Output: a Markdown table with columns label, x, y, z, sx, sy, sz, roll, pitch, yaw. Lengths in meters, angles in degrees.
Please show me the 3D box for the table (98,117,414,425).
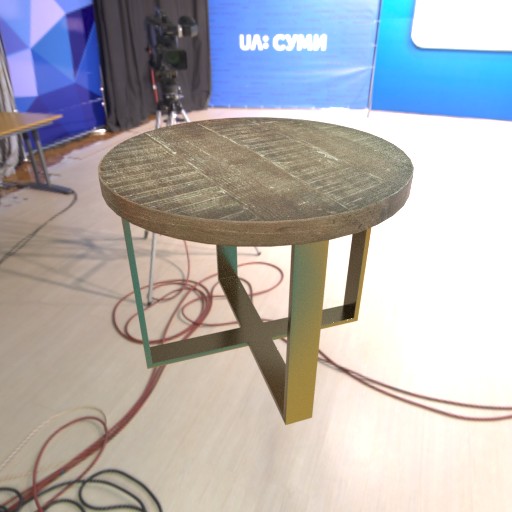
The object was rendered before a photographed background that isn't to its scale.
| label | x | y | z | sx | sy | sz | roll | pitch | yaw |
| --- | --- | --- | --- | --- | --- | --- | --- | --- | --- |
| table | 0.000 | 0.000 | 0.929 | 0.557 | 0.437 | 0.557 | 0 | 31 | 0 |
